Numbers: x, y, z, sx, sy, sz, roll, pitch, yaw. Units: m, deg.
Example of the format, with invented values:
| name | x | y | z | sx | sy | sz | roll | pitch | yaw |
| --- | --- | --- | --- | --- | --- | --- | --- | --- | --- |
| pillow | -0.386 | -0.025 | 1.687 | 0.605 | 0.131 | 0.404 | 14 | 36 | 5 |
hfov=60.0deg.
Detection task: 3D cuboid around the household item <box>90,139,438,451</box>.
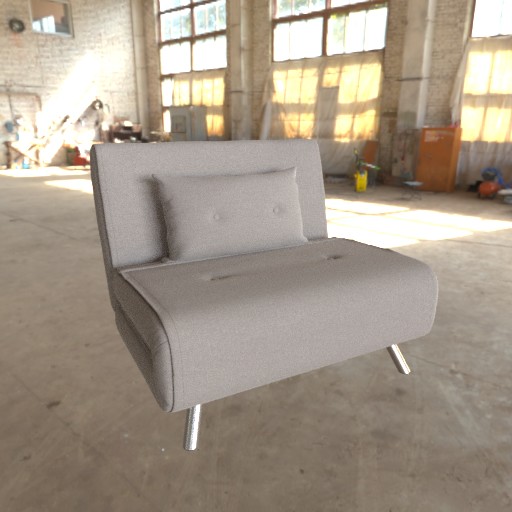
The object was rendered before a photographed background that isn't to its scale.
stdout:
| name | x | y | z | sx | sy | sz | roll | pitch | yaw |
| --- | --- | --- | --- | --- | --- | --- | --- | --- | --- |
| household item | 0.000 | 0.000 | 1.635 | 1.000 | 0.800 | 0.874 | -9 | 19 | -27 |
